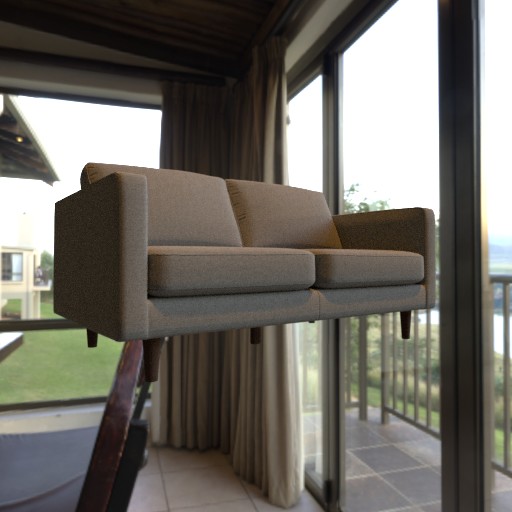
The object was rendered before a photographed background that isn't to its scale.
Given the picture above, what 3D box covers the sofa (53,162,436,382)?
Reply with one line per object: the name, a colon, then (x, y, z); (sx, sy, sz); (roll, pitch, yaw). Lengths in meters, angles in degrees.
sofa: (0.000, 0.000, 2.268); (1.731, 0.900, 1.000); (0, -1, -35)
